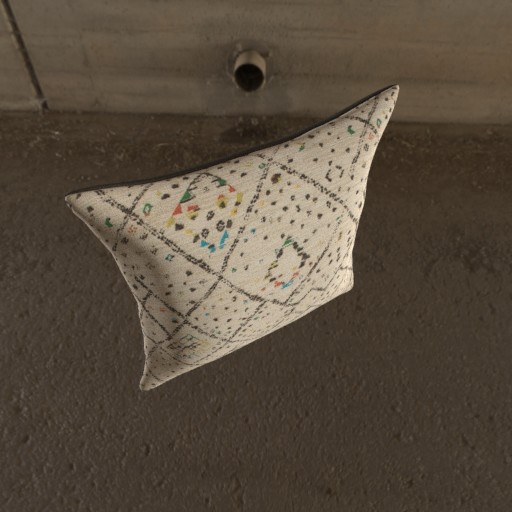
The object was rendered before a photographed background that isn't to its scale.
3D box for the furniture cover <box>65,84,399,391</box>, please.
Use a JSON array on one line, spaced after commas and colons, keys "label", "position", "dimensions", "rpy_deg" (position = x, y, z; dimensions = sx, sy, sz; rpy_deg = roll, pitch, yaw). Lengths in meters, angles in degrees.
[{"label": "furniture cover", "position": [0.000, 0.000, 0.781], "dimensions": [0.525, 0.498, 0.180], "rpy_deg": [-23, 52, -20]}]
